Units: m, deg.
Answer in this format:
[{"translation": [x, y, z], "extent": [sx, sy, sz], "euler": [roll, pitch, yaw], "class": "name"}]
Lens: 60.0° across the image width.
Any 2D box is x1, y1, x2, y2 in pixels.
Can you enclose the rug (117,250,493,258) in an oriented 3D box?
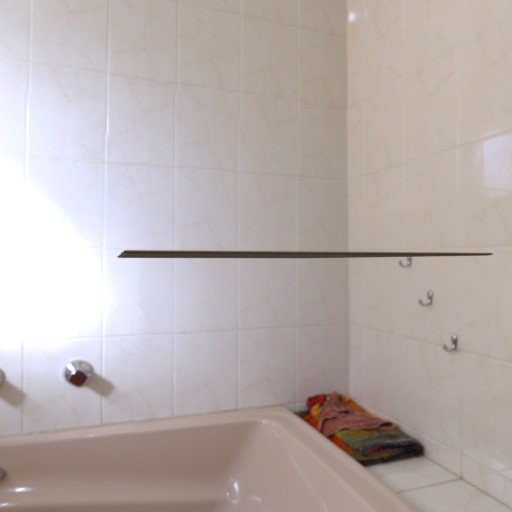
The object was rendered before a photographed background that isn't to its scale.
[{"translation": [0.000, 0.000, 4.072], "extent": [2.413, 0.020, 3.041], "euler": [0, -1, -18], "class": "rug"}]
